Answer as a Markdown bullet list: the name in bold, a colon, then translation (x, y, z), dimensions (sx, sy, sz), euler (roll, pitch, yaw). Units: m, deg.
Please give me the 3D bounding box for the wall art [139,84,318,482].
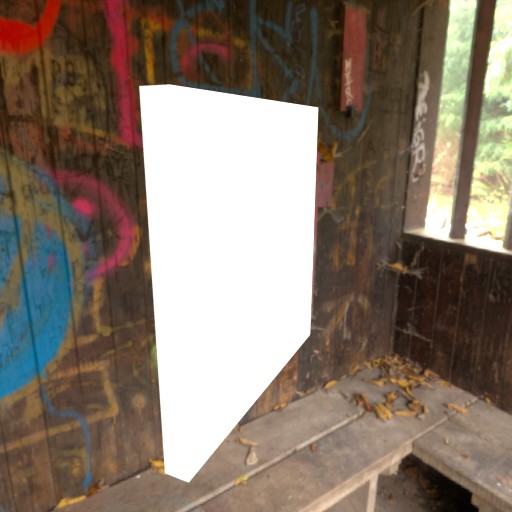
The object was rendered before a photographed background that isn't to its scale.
- **wall art**: translation (0.000, 0.000, 0.534), dimensions (0.027, 0.355, 0.355), euler (7, 17, 25)
